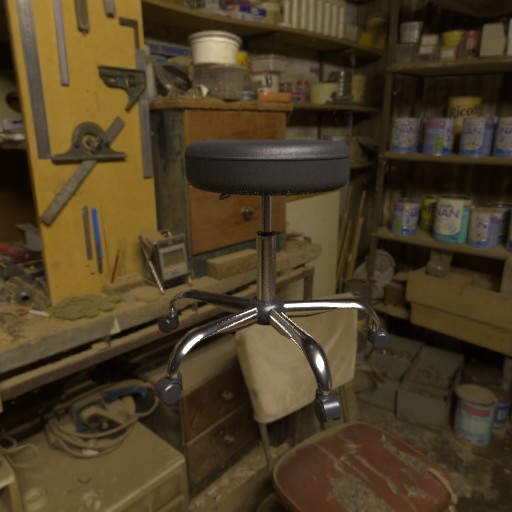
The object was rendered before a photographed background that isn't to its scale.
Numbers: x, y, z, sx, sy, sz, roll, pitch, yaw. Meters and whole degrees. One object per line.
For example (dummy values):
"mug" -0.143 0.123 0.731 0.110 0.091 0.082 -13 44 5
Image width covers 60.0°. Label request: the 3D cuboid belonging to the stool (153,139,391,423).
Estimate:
"stool" 0.000 0.000 1.146 0.673 0.576 0.638 15 22 42
